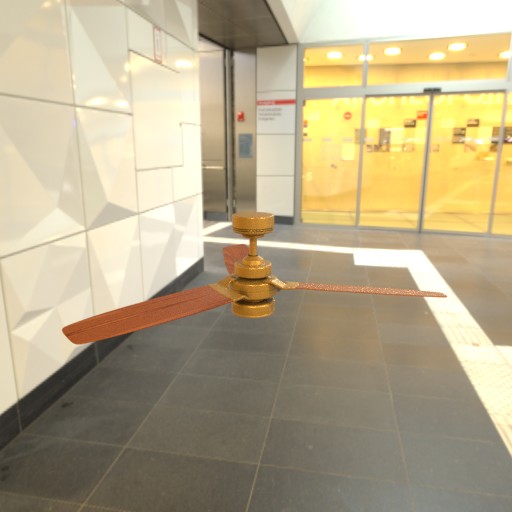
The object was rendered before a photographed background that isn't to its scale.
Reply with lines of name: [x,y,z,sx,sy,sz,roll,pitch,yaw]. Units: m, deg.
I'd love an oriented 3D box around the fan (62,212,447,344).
fan: [0.000,0.000,2.024,1.416,0.425,1.271,-2,14,-9]
